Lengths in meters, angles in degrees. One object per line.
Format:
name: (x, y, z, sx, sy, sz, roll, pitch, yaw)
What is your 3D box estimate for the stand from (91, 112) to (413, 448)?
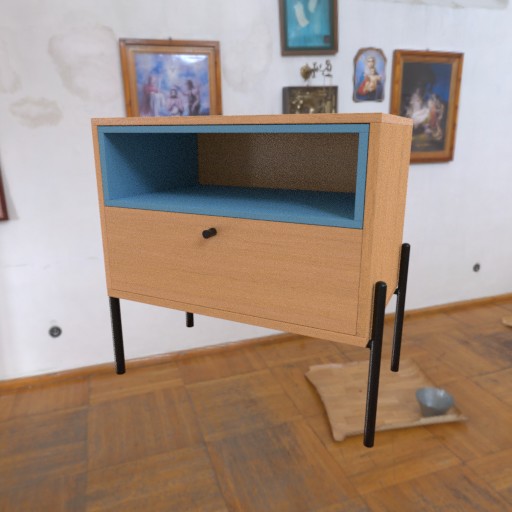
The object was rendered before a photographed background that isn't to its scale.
stand: (0.000, 0.000, 1.012, 0.630, 0.600, 0.400, 7, 17, 25)
